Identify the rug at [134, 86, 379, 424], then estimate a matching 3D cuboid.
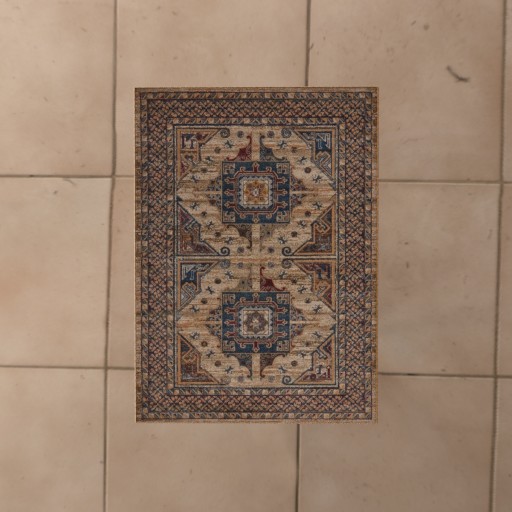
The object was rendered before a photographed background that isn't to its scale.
[{"bbox_3d":[0.000,0.000,2.932,1.611,0.008,2.227,0,91,1],"label":"rug"}]
